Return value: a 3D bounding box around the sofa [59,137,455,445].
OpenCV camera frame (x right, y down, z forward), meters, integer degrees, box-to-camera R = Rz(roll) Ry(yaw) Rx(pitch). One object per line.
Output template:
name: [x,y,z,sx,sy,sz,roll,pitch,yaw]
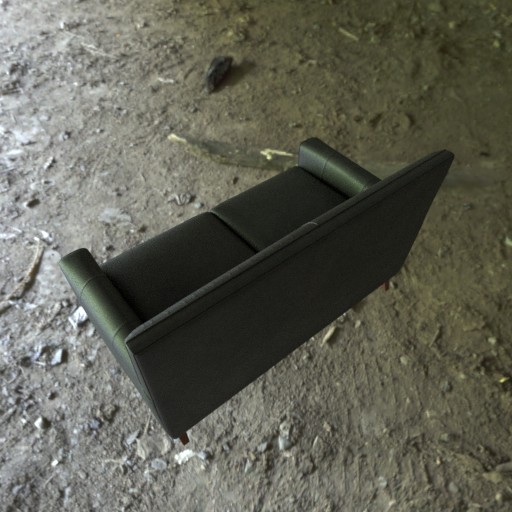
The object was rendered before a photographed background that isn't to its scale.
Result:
sofa: [0.000,0.000,2.009,1.473,0.871,0.787,-31,54,-26]
